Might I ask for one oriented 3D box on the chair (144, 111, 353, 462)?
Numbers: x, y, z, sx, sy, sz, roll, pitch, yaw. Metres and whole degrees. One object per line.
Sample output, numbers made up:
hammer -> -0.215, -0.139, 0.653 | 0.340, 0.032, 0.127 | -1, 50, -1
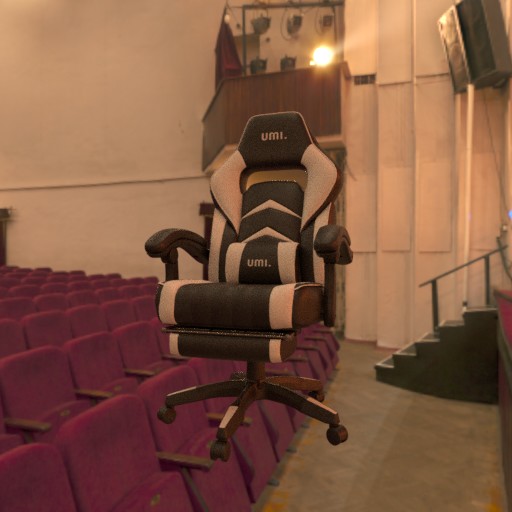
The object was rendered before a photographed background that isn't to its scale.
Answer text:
chair -> 0.000, 0.000, 1.605 | 0.676, 1.200, 0.700 | 0, 0, 18
